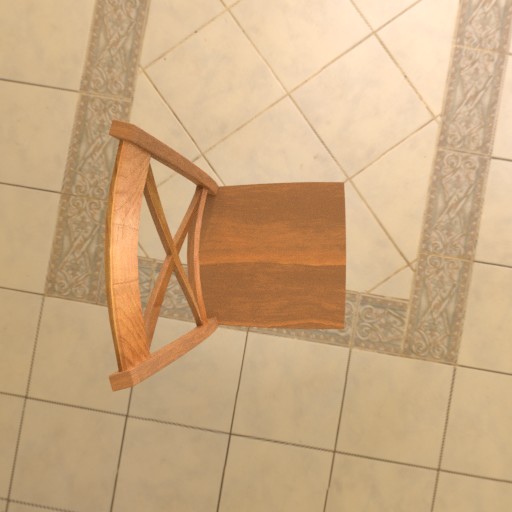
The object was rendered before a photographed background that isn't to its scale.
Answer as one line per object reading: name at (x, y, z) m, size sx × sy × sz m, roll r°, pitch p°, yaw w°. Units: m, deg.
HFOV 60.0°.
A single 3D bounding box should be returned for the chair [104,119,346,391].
chair at (0.000, 0.000, 1.275) m, size 0.542 × 0.983 × 0.485 m, roll 0°, pitch 90°, yaw 1°
